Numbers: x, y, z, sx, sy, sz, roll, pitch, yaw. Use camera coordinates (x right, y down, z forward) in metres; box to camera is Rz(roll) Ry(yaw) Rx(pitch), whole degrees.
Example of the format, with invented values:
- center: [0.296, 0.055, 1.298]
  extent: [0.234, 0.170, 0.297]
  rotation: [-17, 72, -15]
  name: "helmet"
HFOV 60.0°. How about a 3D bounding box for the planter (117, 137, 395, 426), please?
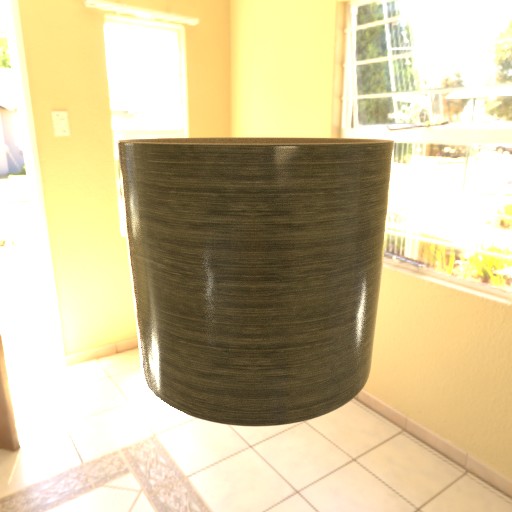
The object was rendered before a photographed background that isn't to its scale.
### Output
- center: [0.000, 0.000, 0.396]
  extent: [0.221, 0.201, 0.221]
  rotation: [0, 16, 0]
  name: "planter"
